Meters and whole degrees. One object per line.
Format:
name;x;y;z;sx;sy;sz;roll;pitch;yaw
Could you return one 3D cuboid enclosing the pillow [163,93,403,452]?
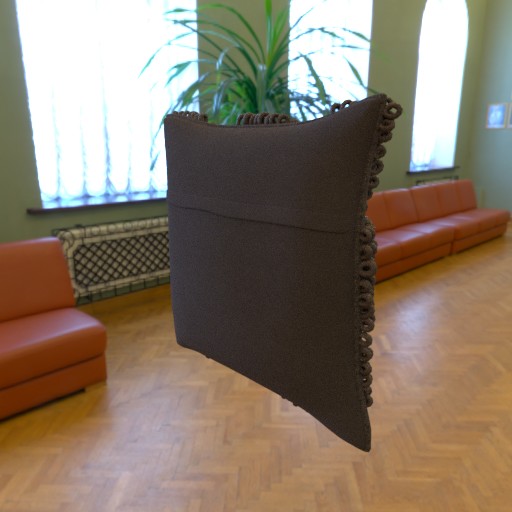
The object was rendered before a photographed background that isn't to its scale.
pillow;0.000;0.000;0.717;0.172;0.467;0.470;-14;20;-42
